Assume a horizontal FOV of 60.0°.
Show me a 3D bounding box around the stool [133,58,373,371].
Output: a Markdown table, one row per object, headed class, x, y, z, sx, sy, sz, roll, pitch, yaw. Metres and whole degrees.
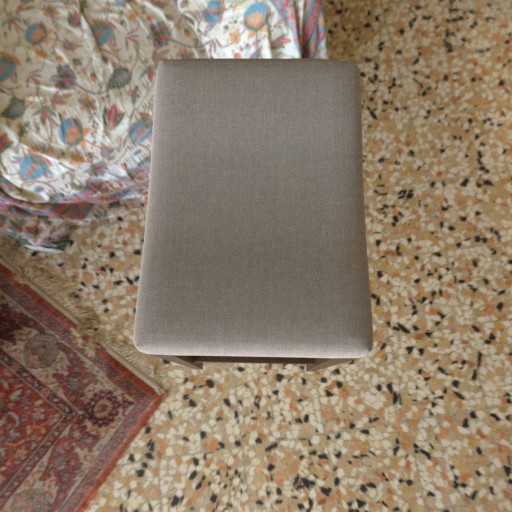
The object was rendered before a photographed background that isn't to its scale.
| class | x | y | z | sx | sy | sz | roll | pitch | yaw |
| --- | --- | --- | --- | --- | --- | --- | --- | --- | --- |
| stool | 0.000 | 0.000 | 1.020 | 0.356 | 0.762 | 0.508 | 1 | 75 | 0 |
